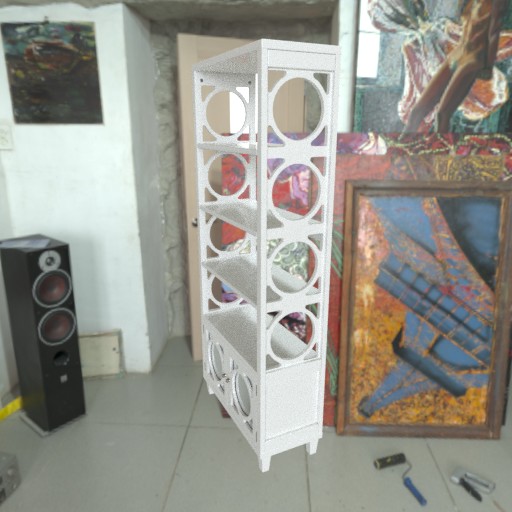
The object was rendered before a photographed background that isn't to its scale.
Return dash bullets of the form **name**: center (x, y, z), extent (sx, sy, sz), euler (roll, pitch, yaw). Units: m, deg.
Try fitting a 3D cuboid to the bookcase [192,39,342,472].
- **bookcase**: center (0.000, 0.000, 2.159), extent (0.361, 1.869, 0.761), euler (-8, 18, -25)
